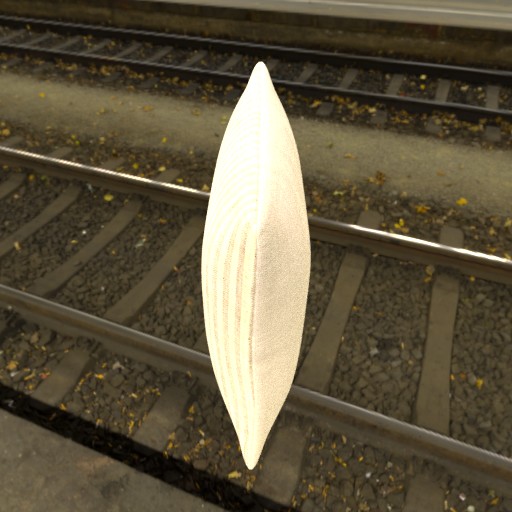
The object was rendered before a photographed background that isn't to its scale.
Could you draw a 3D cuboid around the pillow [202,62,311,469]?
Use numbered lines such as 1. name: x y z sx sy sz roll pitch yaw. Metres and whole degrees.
1. pillow: 0.000 0.000 0.781 0.166 0.510 0.523 1 40 1
